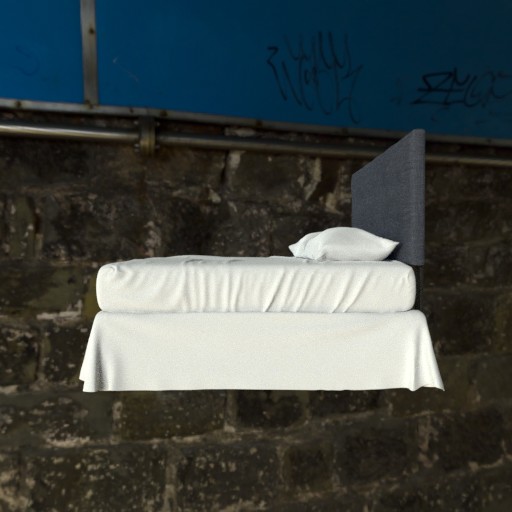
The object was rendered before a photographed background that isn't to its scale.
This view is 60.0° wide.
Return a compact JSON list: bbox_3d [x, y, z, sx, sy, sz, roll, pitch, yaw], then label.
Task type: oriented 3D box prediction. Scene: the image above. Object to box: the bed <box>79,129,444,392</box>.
[{"bbox_3d":[0.000,0.000,3.489,2.222,1.577,1.936,0,1,-1],"label":"bed"}]
